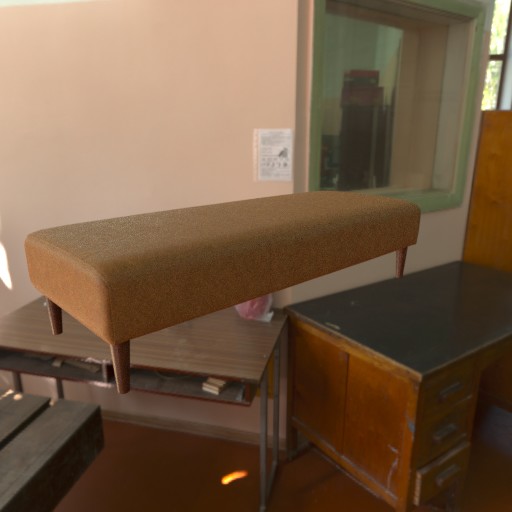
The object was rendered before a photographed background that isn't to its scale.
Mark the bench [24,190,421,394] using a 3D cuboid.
[{"bbox_3d":[0.000,0.000,1.854,1.610,0.399,0.653,-14,21,-41],"label":"bench"}]
